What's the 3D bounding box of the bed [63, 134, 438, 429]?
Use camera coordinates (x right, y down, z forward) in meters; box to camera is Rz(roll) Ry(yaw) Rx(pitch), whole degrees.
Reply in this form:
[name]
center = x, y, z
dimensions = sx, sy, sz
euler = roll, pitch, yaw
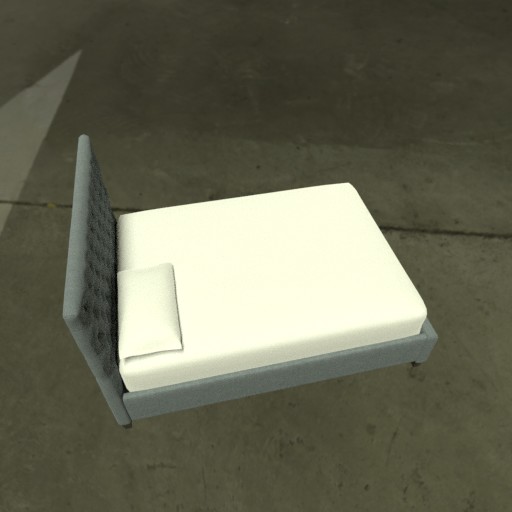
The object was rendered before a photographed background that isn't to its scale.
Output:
[bed]
center = 0.000, 0.000, 3.387
dimensions = 2.335, 1.411, 1.698
euler = -9, 47, -9
